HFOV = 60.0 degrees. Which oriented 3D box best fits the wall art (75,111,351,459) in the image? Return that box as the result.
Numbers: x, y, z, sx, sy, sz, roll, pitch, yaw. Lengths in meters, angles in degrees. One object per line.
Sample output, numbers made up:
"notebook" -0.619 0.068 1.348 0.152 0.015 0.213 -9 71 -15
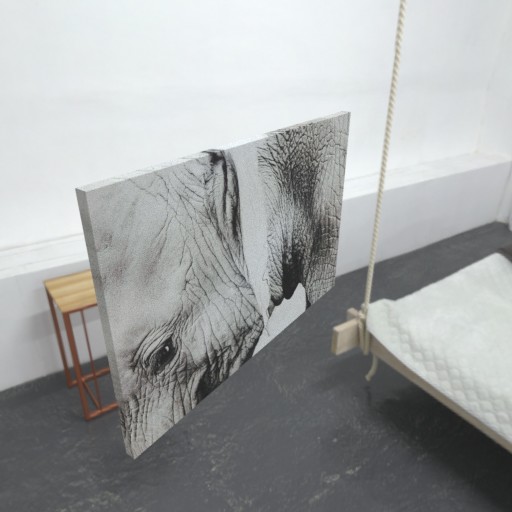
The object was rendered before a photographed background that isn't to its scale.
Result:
"wall art" 0.000 0.000 1.440 0.035 0.758 1.141 19 33 32
